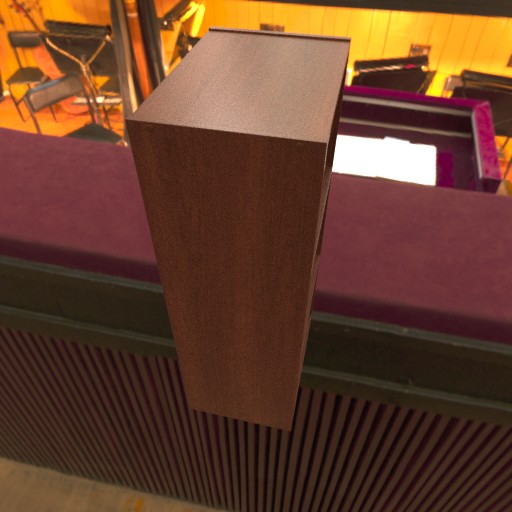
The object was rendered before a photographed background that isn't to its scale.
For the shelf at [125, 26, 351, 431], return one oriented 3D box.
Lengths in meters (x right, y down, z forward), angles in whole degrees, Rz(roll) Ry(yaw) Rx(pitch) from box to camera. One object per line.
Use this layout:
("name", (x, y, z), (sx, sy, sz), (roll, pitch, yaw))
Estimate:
("shelf", (0.000, 0.000, 1.062), (0.290, 0.879, 0.414), (9, 45, 9))
